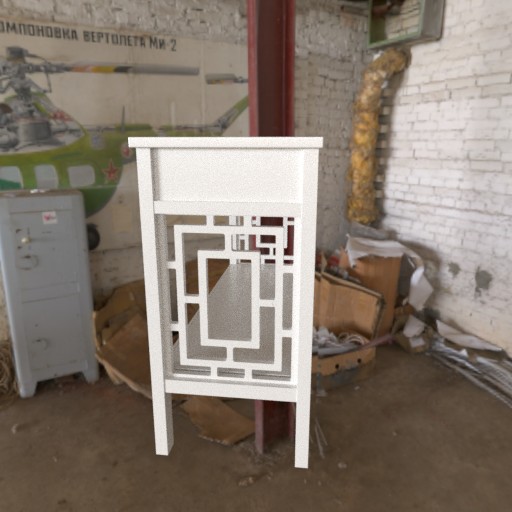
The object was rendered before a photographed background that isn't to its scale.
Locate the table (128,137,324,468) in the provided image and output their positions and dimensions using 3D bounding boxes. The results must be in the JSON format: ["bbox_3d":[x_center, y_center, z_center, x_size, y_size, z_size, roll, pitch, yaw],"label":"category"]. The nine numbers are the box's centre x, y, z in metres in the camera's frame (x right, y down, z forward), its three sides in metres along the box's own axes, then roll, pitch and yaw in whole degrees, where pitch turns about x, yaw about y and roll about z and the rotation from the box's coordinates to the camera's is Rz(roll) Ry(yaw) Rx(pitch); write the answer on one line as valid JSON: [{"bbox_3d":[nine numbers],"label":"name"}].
[{"bbox_3d":[0.000,0.000,1.466,0.397,0.753,1.068,2,15,7],"label":"table"}]
